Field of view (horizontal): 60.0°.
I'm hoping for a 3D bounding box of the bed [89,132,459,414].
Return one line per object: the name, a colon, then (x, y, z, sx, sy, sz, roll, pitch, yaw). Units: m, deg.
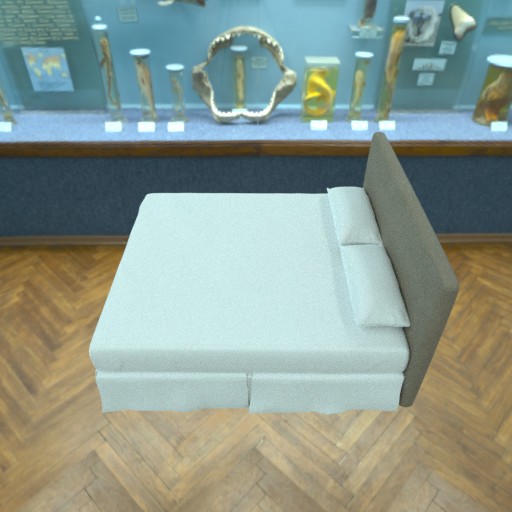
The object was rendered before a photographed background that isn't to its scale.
bed: (0.000, 0.000, 3.664, 2.341, 1.317, 2.119, 0, 40, 0)
